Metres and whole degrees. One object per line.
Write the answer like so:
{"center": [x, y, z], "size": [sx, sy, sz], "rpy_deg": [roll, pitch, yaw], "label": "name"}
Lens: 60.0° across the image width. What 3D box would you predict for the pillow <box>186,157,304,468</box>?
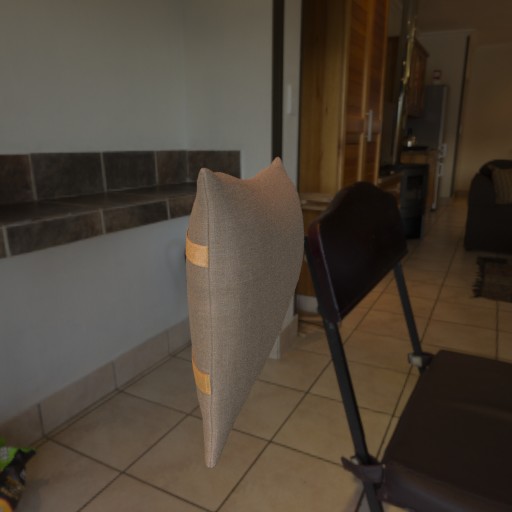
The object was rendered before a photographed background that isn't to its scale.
{"center": [0.000, 0.000, 0.715], "size": [0.148, 0.308, 0.612], "rpy_deg": [2, 14, 9], "label": "pillow"}
